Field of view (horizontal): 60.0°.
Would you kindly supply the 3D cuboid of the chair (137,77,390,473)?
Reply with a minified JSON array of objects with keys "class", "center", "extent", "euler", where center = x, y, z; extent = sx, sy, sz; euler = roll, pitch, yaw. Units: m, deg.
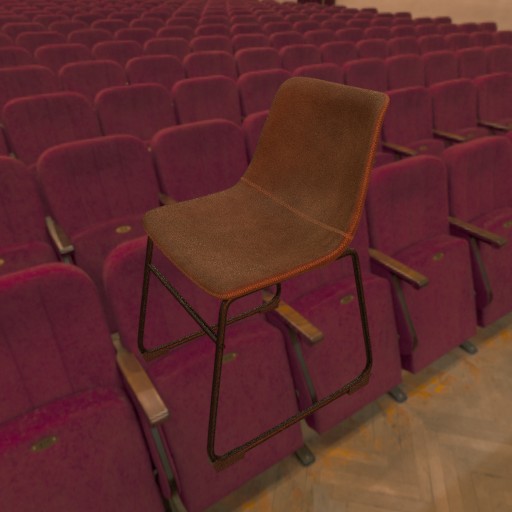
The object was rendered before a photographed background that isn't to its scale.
[{"class":"chair","center":[0.000,0.000,1.125],"extent":[0.551,0.780,0.460],"euler":[-19,35,-29]}]
